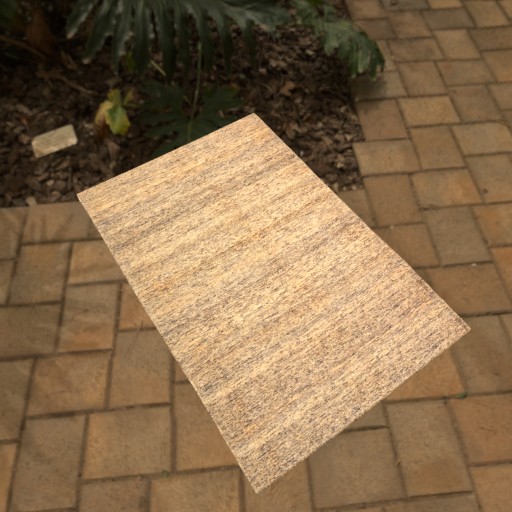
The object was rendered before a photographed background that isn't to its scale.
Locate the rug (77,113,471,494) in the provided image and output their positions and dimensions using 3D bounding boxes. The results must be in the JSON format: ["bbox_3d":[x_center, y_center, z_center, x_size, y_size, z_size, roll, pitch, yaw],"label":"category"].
[{"bbox_3d":[0.000,0.000,2.326,1.243,0.014,1.846,-30,63,-17],"label":"rug"}]
